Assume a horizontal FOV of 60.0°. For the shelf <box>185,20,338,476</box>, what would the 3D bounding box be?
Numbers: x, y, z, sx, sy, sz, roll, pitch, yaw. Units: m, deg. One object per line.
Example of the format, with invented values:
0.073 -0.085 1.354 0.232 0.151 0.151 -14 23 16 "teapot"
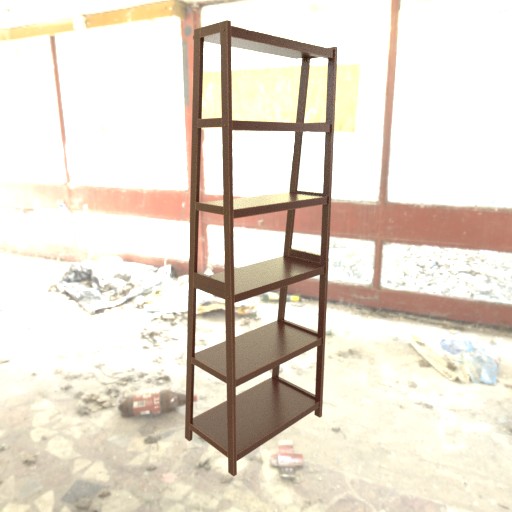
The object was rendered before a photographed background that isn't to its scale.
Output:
0.000 0.000 2.138 0.660 1.892 0.381 -14 20 -42 "shelf"
